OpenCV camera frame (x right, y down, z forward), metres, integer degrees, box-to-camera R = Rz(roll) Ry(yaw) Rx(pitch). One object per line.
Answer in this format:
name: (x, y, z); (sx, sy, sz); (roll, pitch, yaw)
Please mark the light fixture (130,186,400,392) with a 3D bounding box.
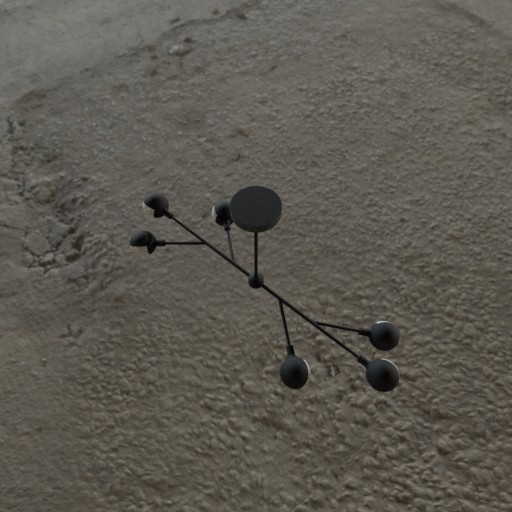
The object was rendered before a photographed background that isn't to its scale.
light fixture: (0.000, 0.000, 1.009); (0.434, 0.362, 0.778); (-29, 62, -17)
